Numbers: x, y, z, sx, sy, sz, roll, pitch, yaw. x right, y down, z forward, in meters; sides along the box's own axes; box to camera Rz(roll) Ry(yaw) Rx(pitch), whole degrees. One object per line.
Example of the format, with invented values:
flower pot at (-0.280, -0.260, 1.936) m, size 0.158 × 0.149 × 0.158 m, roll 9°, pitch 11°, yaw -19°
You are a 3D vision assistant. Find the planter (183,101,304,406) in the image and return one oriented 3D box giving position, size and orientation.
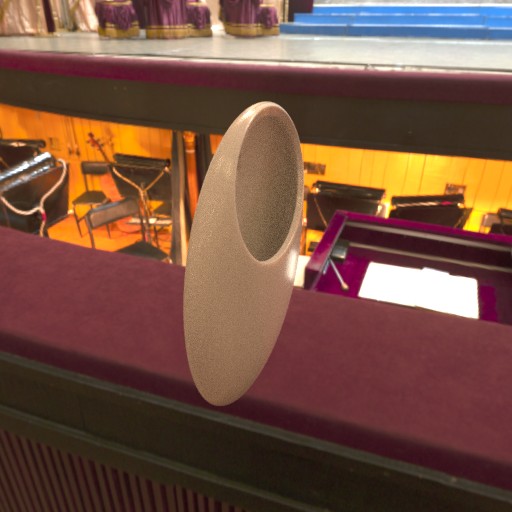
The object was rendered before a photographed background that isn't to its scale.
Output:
planter at (0.000, 0.000, 0.285) m, size 0.043 × 0.188 × 0.185 m, roll 9°, pitch 30°, yaw 16°
